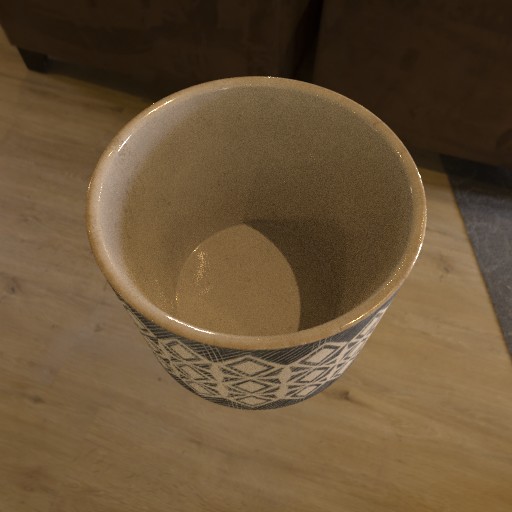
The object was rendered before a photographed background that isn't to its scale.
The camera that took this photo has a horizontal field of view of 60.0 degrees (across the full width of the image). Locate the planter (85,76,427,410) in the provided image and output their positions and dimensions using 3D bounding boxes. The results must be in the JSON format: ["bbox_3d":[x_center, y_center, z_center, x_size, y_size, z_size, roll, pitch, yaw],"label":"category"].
[{"bbox_3d":[0.000,0.000,0.212,0.126,0.104,0.126,0,60,0],"label":"planter"}]
